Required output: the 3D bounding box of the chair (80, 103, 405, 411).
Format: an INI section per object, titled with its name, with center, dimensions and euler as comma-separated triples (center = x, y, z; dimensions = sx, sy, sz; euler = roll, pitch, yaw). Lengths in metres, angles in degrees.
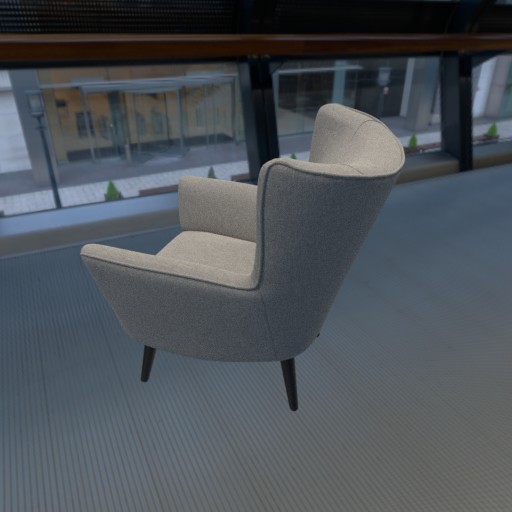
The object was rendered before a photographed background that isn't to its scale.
[chair]
center = 0.000, 0.000, 1.561
dimensions = 0.888, 0.933, 0.781
euler = 9, 30, 15
